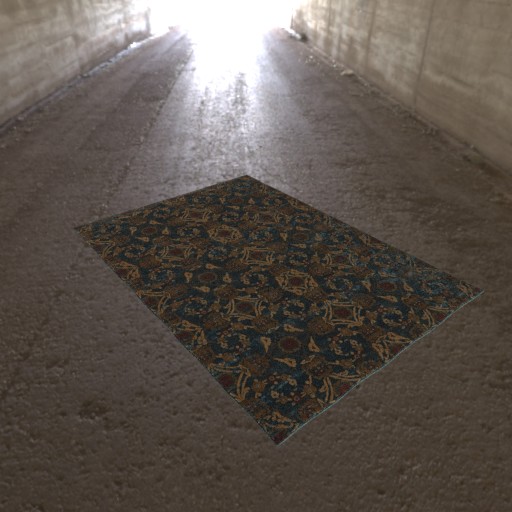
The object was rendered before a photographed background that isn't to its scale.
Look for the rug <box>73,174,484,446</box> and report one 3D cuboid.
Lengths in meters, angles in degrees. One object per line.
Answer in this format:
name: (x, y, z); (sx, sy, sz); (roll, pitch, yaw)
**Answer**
rug: (0.000, 0.000, 4.232); (2.337, 0.013, 3.291); (-24, 40, -32)
